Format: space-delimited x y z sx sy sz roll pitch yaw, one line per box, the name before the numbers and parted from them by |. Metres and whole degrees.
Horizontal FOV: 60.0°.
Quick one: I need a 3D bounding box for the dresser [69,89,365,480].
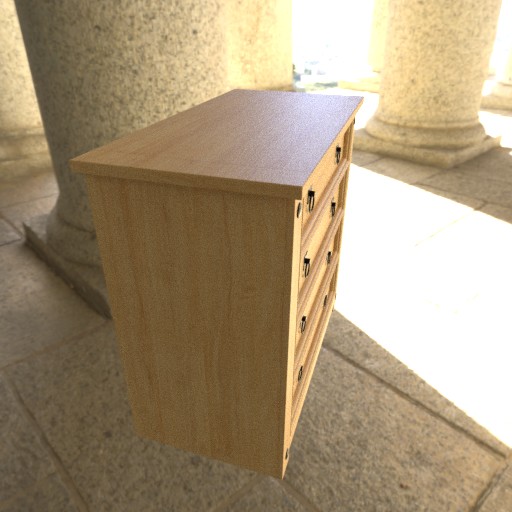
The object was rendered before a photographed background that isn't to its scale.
dresser | 0.000 0.000 1.212 0.410 0.730 0.800 9 31 16
